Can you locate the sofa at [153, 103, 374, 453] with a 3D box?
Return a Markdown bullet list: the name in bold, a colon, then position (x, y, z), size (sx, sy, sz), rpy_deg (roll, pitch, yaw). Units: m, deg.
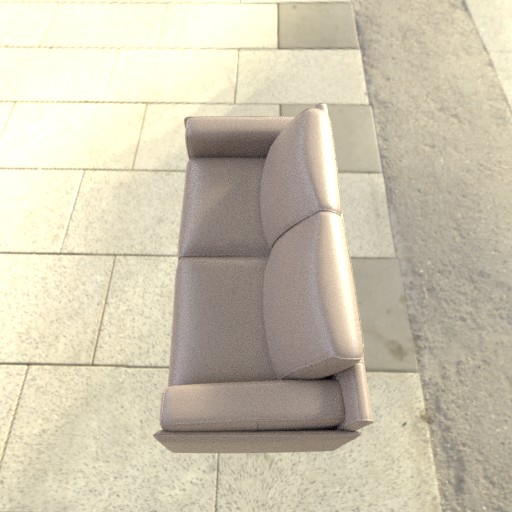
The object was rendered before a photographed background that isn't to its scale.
- **sofa**: position (0.000, 0.000, 2.619), size (1.049, 0.930, 2.101), rpy_deg (-1, 59, -1)
